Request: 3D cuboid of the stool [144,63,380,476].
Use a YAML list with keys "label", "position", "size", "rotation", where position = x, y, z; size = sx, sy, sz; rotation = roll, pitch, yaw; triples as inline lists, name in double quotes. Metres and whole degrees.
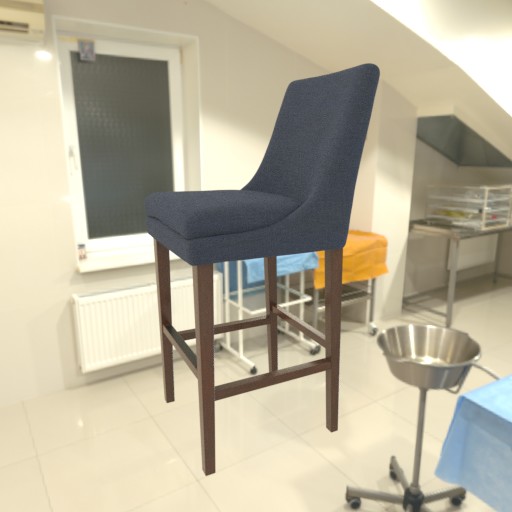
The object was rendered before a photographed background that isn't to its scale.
- label: "stool"
  position: [0.000, 0.000, 1.358]
  size: [0.577, 1.078, 0.470]
  rotation: [-7, 16, -26]
